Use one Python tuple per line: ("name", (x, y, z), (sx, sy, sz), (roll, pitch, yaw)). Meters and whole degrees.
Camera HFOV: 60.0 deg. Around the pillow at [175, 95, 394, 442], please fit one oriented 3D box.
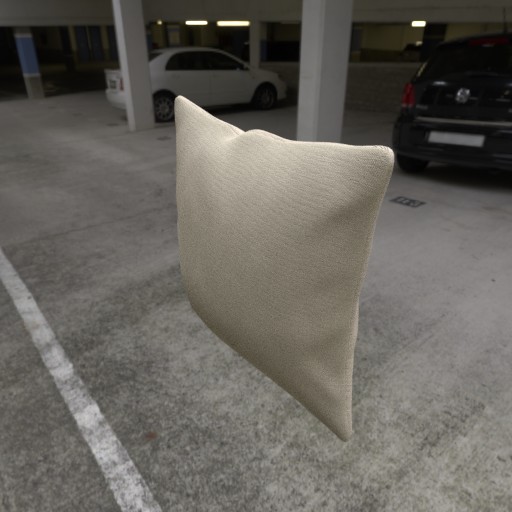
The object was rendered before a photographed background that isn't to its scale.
("pillow", (0.000, 0.000, 0.680), (0.162, 0.420, 0.437), (-20, 34, -33))
